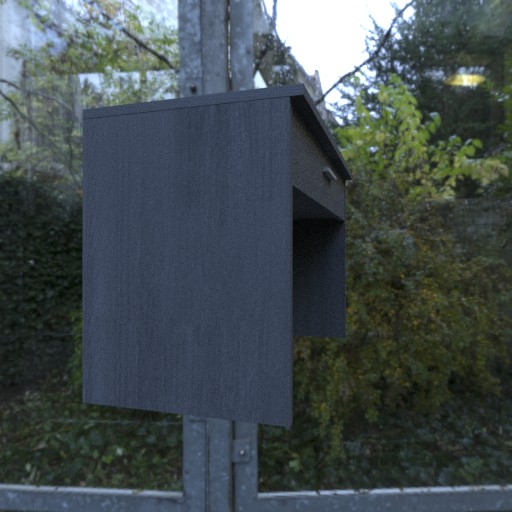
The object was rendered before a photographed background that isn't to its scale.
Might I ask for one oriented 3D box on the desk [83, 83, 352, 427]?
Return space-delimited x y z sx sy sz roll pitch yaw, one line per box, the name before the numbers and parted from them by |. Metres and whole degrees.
desk | 0.000 0.000 1.542 0.557 0.729 1.099 0 0 18
